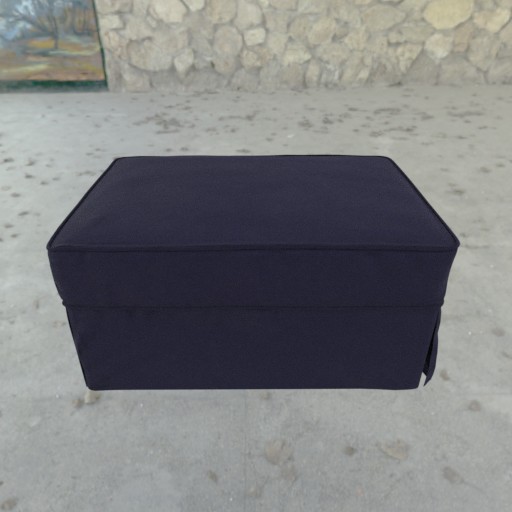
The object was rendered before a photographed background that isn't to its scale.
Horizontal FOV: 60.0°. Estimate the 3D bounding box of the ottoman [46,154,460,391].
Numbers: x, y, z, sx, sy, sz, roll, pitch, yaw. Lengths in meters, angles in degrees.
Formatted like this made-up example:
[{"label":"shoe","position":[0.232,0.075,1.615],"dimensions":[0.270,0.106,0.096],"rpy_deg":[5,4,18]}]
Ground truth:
[{"label":"ottoman","position":[0.000,0.000,1.305],"dimensions":[0.938,0.503,0.637],"rpy_deg":[0,31,0]}]
